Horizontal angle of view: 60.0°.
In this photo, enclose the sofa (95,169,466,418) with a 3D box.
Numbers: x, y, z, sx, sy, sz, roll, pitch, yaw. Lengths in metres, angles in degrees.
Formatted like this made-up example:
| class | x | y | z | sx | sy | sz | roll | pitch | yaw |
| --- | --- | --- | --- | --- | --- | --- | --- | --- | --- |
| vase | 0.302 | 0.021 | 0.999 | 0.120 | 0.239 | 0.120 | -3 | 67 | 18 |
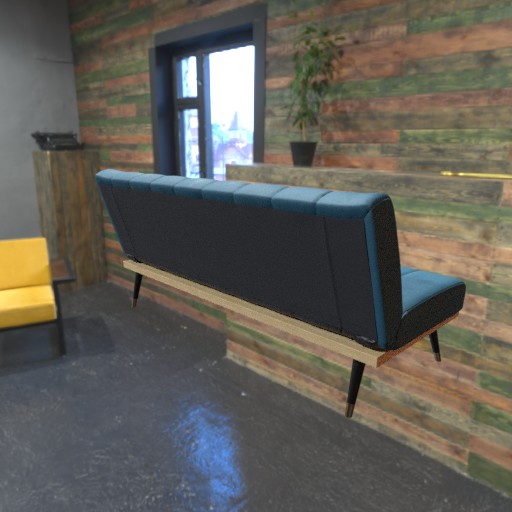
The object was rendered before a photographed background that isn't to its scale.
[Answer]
| class | x | y | z | sx | sy | sz | roll | pitch | yaw |
| --- | --- | --- | --- | --- | --- | --- | --- | --- | --- |
| sofa | 0.000 | 0.000 | 2.261 | 0.830 | 0.825 | 1.810 | -13 | 19 | -42 |
